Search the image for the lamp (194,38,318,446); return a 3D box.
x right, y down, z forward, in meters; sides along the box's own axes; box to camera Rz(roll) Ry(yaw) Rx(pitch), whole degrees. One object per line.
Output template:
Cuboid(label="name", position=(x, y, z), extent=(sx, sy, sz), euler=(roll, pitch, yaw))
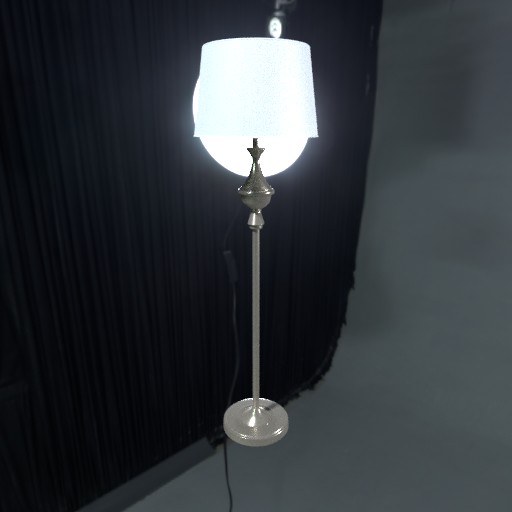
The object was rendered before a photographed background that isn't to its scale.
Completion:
Cuboid(label="lamp", position=(0.000, 0.000, 1.667), extent=(0.431, 1.488, 0.431), euler=(0, 17, 0))
